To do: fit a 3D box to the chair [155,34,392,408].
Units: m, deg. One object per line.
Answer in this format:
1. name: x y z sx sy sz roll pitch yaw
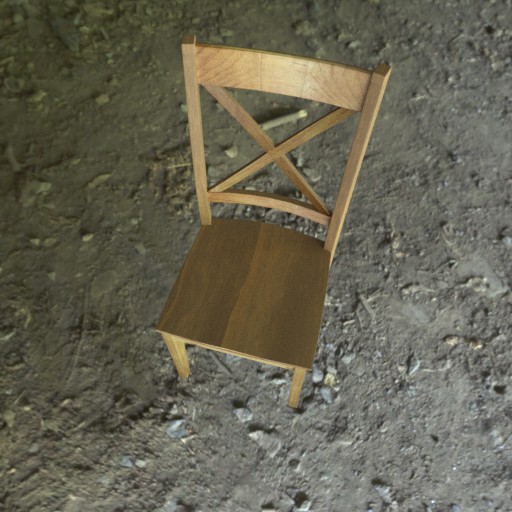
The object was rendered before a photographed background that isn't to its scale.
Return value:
1. chair: 0.000 0.000 1.287 0.485 0.983 0.542 13 58 8
